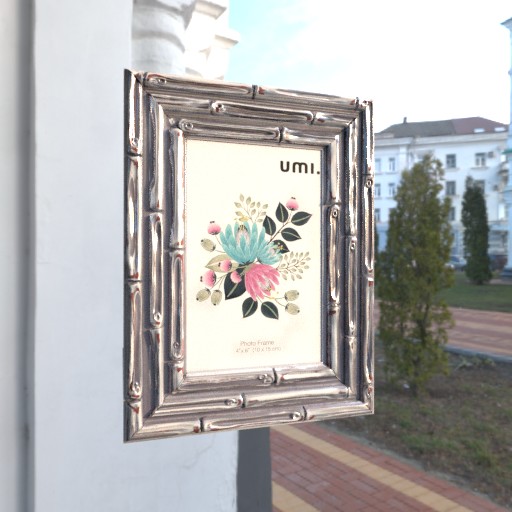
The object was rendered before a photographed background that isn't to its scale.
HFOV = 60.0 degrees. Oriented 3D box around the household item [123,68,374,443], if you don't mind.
[{"bbox_3d":[0.000,0.000,0.287,0.165,0.216,0.025,0,0,-17],"label":"household item"}]
